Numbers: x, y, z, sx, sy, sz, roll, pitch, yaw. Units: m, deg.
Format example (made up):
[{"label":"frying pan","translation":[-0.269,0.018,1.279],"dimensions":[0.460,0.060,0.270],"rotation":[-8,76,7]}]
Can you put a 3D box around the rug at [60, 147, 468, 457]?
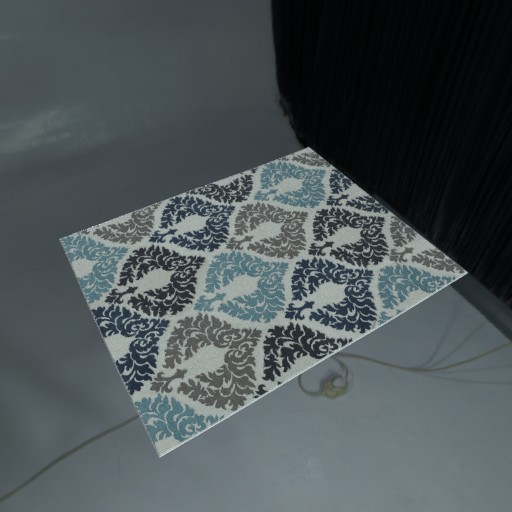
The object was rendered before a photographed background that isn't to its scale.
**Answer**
[{"label":"rug","translation":[0.000,0.000,4.171],"dimensions":[3.040,0.014,2.423],"rotation":[-25,51,-21]}]
